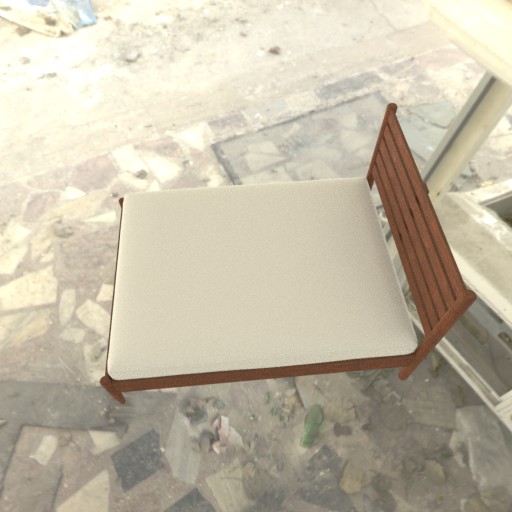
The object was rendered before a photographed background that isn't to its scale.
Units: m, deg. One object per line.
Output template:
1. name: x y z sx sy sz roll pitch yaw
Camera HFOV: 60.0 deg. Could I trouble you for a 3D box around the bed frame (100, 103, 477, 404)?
1. bed frame: 0.000 0.000 3.302 2.234 1.321 1.655 -4 56 -3
